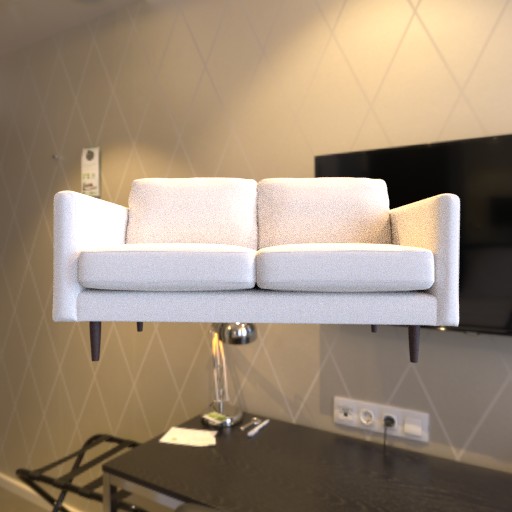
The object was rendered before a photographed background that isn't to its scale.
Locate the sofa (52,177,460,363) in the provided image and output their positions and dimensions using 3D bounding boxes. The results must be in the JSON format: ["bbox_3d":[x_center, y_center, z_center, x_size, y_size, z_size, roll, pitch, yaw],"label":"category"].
[{"bbox_3d":[0.000,0.000,2.252,1.713,0.893,0.940,0,1,1],"label":"sofa"}]
